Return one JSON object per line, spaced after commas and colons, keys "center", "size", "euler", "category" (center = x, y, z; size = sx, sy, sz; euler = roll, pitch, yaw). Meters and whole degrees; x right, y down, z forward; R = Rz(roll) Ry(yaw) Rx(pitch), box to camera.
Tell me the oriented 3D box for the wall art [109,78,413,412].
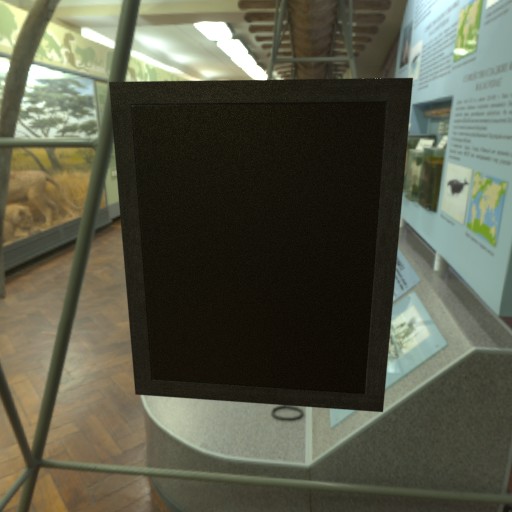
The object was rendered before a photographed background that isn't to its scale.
{"center": [0.000, 0.000, 0.785], "size": [0.479, 0.580, 0.027], "euler": [2, 16, 7], "category": "wall art"}
